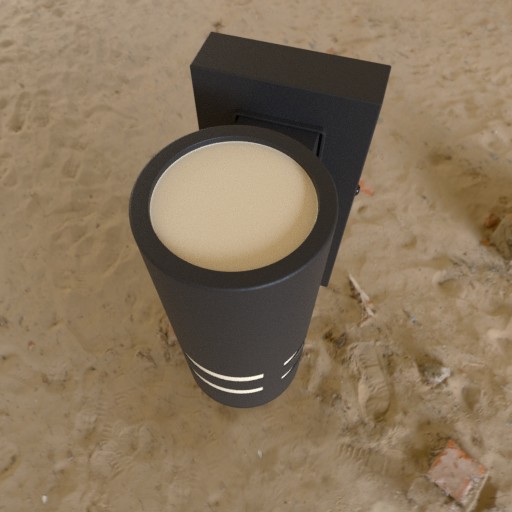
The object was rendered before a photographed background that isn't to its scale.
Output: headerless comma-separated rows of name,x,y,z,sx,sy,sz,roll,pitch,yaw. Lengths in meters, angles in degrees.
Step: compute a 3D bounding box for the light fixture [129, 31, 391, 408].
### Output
light fixture,0.000,0.000,0.261,0.098,0.179,0.138,15,60,9
